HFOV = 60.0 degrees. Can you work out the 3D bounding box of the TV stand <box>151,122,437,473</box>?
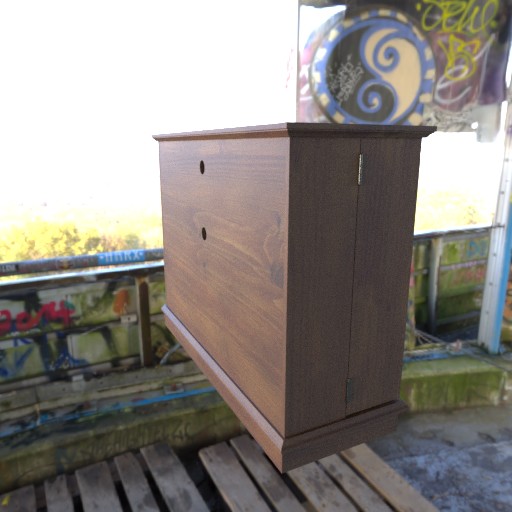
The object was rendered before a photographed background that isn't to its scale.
[{"bbox_3d":[0.000,0.000,1.501,0.406,0.813,1.067,-7,16,-26],"label":"TV stand"}]
